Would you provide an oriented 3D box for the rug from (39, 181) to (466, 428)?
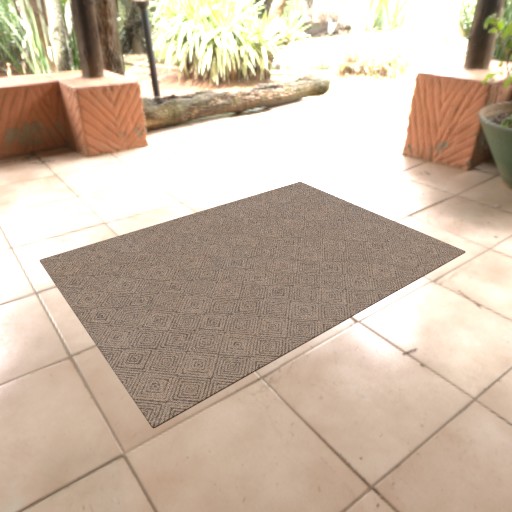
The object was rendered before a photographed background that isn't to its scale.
[{"bbox_3d":[0.000,0.000,2.849,2.238,0.008,1.593,-21,37,-32],"label":"rug"}]
